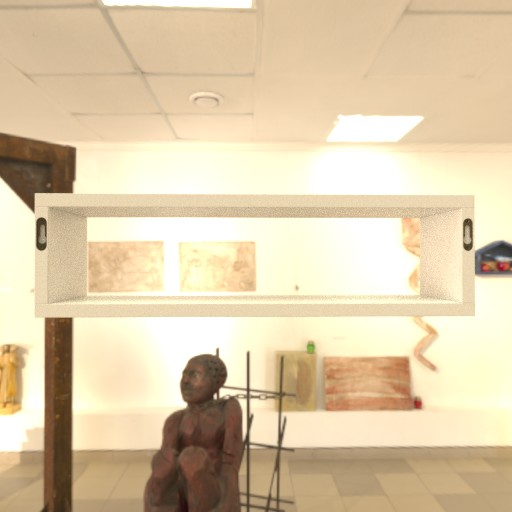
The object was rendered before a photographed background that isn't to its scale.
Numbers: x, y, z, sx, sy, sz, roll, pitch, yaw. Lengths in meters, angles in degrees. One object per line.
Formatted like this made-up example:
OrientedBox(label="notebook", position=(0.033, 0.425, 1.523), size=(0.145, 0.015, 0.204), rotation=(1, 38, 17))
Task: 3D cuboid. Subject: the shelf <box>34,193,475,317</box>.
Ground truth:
OrientedBox(label="shelf", position=(0.000, 0.000, 0.688), size=(0.610, 0.170, 0.150), rotation=(0, -1, -1))
